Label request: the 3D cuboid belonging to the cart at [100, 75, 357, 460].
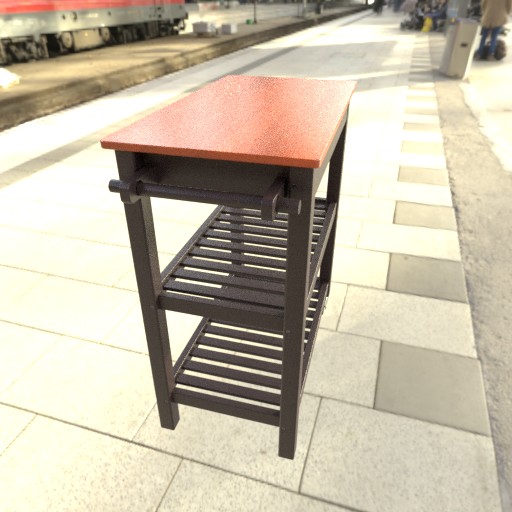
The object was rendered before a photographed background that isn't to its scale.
[{"bbox_3d":[0.000,0.000,1.412,0.457,0.927,0.899,8,32,13],"label":"cart"}]
